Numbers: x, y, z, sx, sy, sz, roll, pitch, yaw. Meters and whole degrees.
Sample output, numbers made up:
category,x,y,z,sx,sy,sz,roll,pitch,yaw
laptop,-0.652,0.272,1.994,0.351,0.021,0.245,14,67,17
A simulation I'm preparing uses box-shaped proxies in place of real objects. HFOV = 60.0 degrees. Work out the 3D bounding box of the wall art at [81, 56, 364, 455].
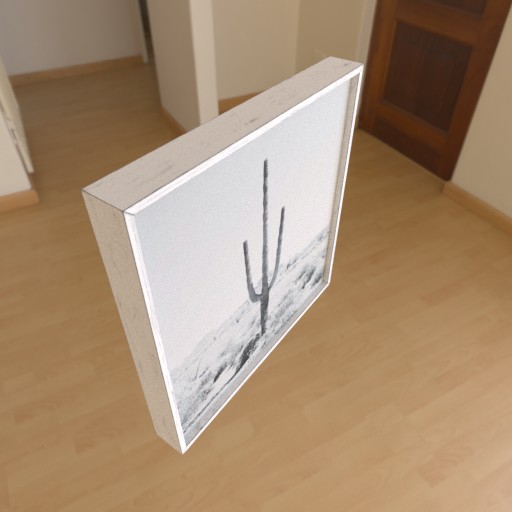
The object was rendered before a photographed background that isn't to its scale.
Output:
category,x,y,z,sx,sy,sz,roll,pitch,yaw
wall art,0.000,0.000,0.451,0.038,0.305,0.305,26,48,26
